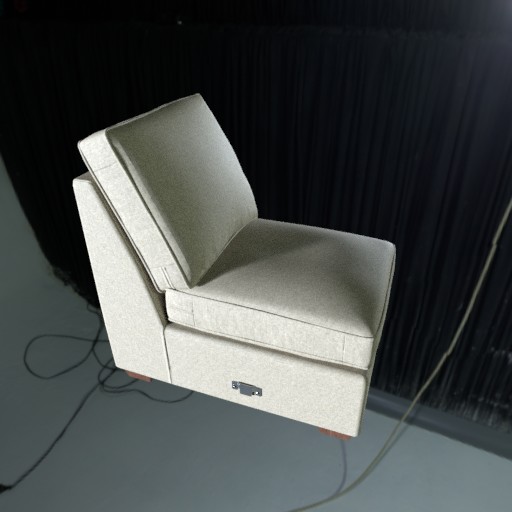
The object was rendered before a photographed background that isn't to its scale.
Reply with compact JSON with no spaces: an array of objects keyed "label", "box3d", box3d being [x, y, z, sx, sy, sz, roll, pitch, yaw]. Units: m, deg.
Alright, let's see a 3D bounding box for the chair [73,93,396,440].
[{"label":"chair","box3d":[0.000,0.000,1.708,1.020,1.058,0.674,11,33,17]}]
